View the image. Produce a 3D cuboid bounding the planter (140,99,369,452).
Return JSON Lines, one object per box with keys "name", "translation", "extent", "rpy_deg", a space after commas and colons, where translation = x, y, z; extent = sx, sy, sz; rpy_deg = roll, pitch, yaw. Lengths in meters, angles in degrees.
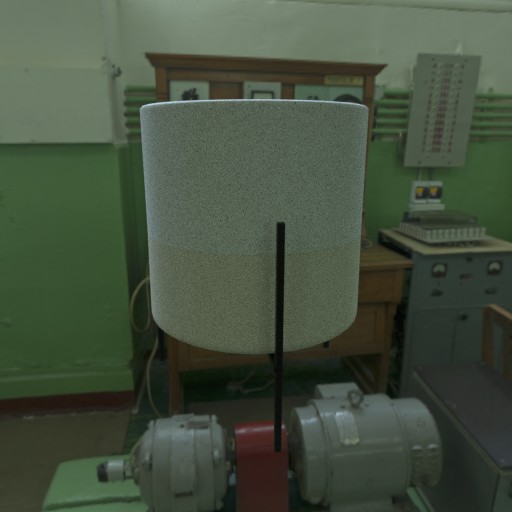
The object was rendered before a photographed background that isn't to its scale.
{"name": "planter", "translation": [0.000, 0.000, 0.661], "extent": [0.313, 0.423, 0.335], "rpy_deg": [-3, 15, -10]}
